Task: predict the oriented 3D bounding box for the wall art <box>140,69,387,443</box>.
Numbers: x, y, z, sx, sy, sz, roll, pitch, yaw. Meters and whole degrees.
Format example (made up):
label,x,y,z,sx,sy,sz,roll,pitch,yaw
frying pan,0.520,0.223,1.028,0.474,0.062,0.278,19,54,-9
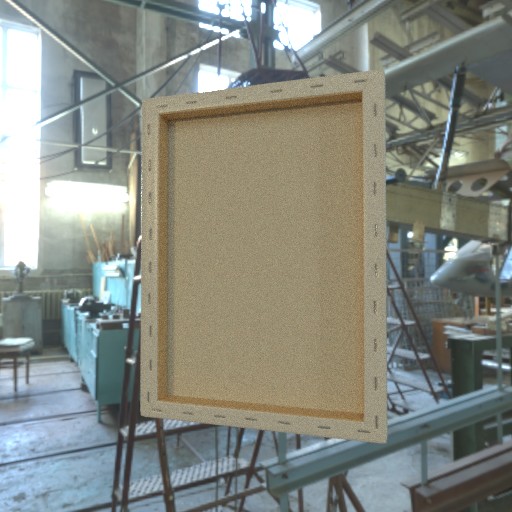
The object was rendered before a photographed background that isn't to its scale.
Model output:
label,x,y,z,sx,sy,sz,roll,pitch,yaw
wall art,0.000,0.000,0.806,0.455,0.613,0.037,0,-1,17
